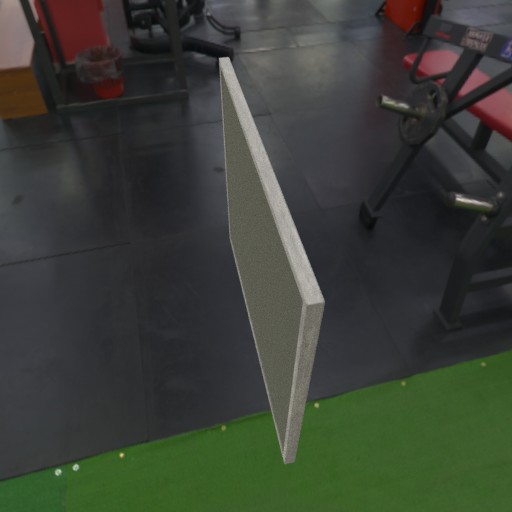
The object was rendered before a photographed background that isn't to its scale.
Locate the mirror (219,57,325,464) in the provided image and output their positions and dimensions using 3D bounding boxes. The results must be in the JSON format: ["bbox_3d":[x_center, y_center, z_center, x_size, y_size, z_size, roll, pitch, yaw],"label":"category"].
[{"bbox_3d":[0.000,0.000,1.167,0.028,0.689,0.839,-9,48,-8],"label":"mirror"}]
